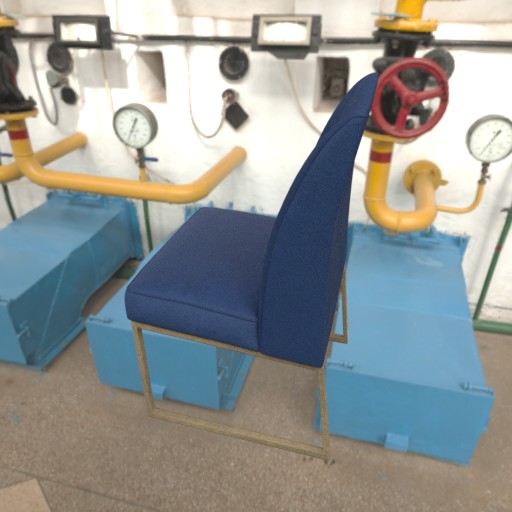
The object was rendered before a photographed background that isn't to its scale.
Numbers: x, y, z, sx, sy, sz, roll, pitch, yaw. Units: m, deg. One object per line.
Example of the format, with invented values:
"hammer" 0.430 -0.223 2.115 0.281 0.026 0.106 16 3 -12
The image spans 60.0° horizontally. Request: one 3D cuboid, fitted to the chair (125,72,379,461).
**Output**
"chair" 0.000 0.000 1.169 0.522 0.863 0.508 8 32 14
